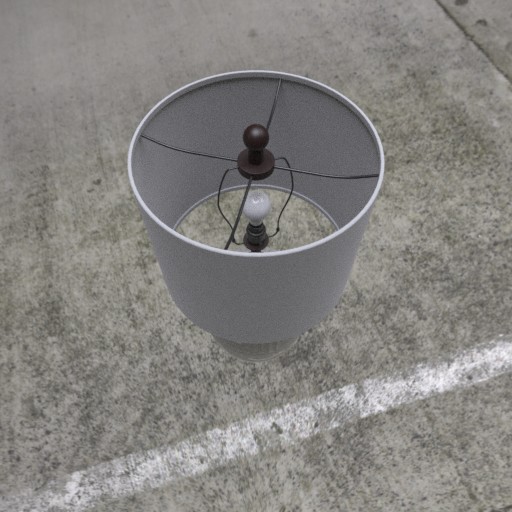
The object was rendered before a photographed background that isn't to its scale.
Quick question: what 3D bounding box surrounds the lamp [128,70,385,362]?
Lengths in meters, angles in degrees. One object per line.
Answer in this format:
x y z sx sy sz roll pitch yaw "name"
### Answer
0.000 0.000 0.763 0.318 0.567 0.318 0 58 0 "lamp"
